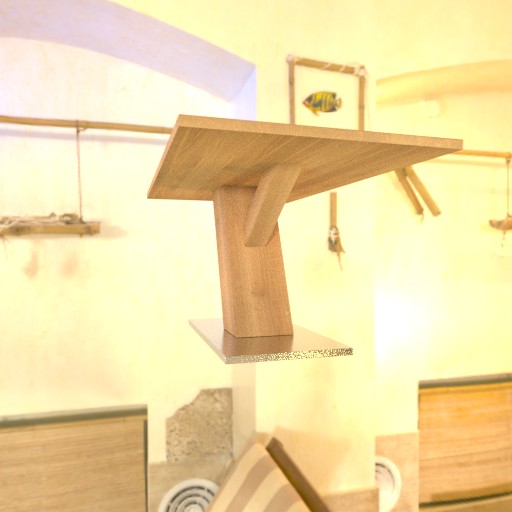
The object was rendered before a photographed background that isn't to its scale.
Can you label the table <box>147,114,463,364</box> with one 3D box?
[{"bbox_3d":[0.000,0.000,2.051,0.900,0.750,1.600,0,0,-17],"label":"table"}]
